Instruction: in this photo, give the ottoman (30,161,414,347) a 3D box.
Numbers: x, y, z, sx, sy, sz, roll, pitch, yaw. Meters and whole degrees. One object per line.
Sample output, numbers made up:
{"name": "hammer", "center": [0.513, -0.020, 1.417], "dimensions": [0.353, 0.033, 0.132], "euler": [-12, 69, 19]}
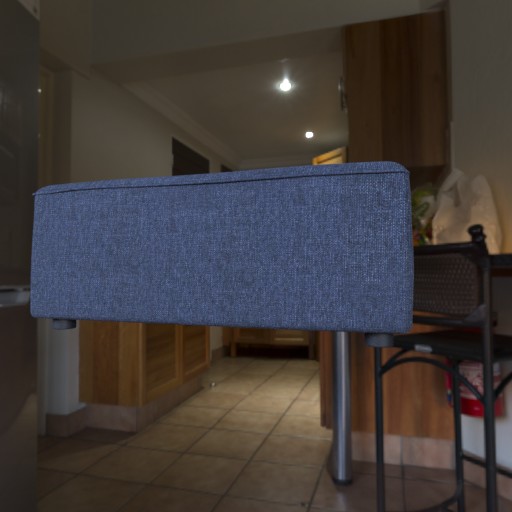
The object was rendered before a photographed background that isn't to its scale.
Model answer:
{"name": "ottoman", "center": [0.000, 0.000, 1.543], "dimensions": [1.023, 0.423, 1.017], "euler": [0, -1, 19]}
